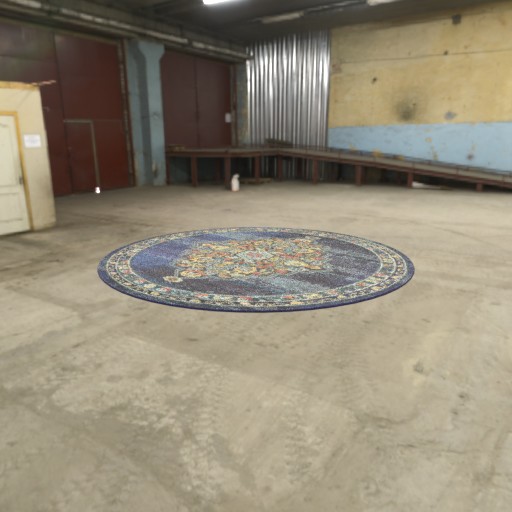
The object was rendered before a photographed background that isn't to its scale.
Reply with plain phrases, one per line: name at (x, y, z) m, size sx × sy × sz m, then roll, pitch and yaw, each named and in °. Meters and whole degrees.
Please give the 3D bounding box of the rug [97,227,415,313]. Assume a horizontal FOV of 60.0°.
rug at (0.000, 0.000, 3.525) m, size 2.386 × 0.014 × 2.386 m, roll 0°, pitch 15°, yaw 0°
